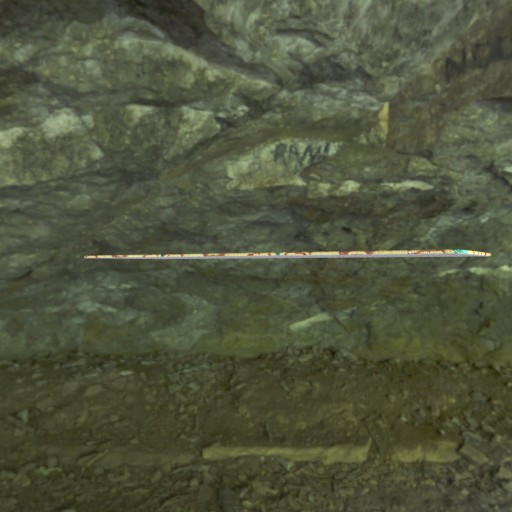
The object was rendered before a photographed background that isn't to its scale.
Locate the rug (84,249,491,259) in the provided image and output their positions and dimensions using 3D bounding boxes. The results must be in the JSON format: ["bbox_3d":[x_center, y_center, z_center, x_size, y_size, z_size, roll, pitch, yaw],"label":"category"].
[{"bbox_3d":[0.000,0.000,2.491,2.273,0.016,0.693,-1,-1,35],"label":"rug"}]
